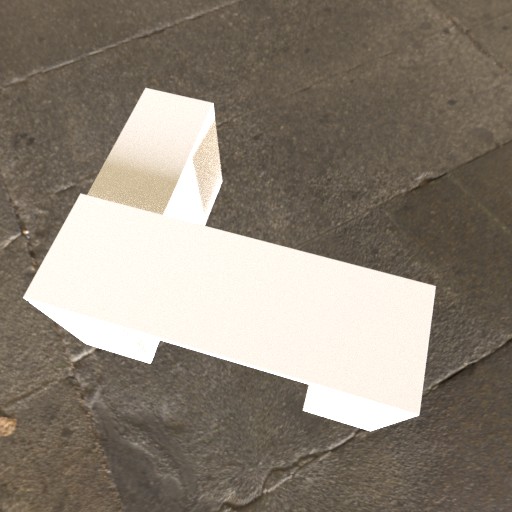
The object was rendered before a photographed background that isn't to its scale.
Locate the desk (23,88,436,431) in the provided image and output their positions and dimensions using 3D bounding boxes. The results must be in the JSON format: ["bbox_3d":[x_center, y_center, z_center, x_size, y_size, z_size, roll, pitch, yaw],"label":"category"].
[{"bbox_3d":[0.000,0.000,2.210,1.524,0.759,1.199,15,65,7],"label":"desk"}]
